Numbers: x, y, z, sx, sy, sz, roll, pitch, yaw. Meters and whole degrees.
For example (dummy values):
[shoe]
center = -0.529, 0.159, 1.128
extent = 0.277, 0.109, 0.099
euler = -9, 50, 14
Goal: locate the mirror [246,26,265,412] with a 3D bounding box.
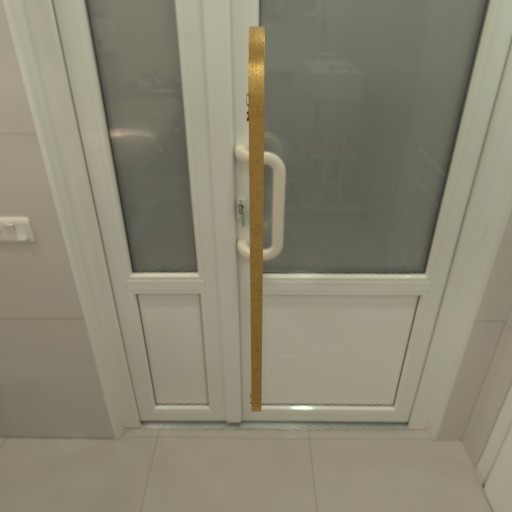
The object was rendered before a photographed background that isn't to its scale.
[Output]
[mirror]
center = 0.000, 0.000, 1.075
extent = 0.032, 0.991, 0.222
euler = 0, 31, 0
